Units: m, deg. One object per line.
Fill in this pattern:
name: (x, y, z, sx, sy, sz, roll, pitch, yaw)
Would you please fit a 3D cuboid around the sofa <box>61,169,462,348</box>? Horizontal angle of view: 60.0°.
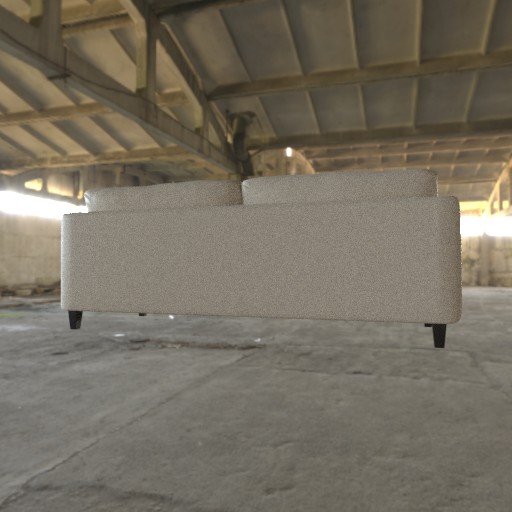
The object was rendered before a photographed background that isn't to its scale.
sofa: (0.000, 0.000, 2.989, 2.434, 0.965, 0.948, 0, -1, 17)
